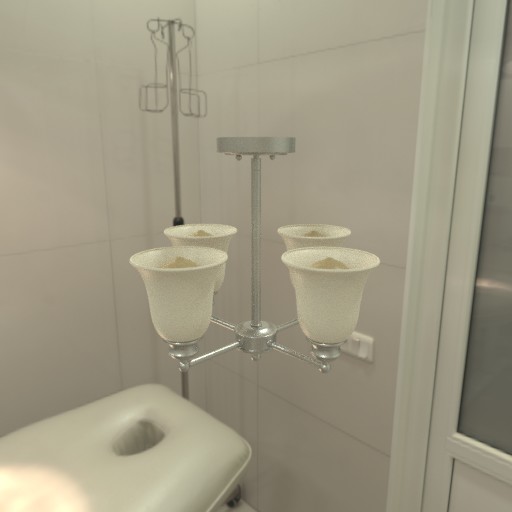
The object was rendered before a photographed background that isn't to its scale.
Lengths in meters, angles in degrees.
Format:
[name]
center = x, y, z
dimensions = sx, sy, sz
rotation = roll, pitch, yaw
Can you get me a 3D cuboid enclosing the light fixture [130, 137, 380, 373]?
[light fixture]
center = 0.000, 0.000, 0.718
dimensions = 0.427, 0.370, 0.427
rotation = -13, 18, -42
